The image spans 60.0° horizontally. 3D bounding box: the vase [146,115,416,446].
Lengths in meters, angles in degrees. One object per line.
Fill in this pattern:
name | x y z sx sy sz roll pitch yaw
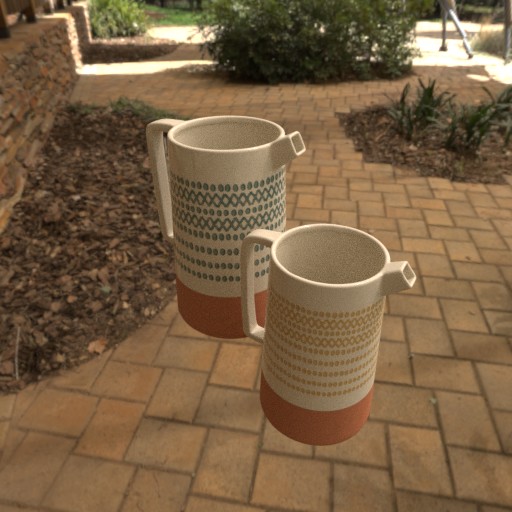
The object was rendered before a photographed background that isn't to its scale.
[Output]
vase | 0.000 0.000 0.473 0.168 0.247 0.326 -11 34 -16
